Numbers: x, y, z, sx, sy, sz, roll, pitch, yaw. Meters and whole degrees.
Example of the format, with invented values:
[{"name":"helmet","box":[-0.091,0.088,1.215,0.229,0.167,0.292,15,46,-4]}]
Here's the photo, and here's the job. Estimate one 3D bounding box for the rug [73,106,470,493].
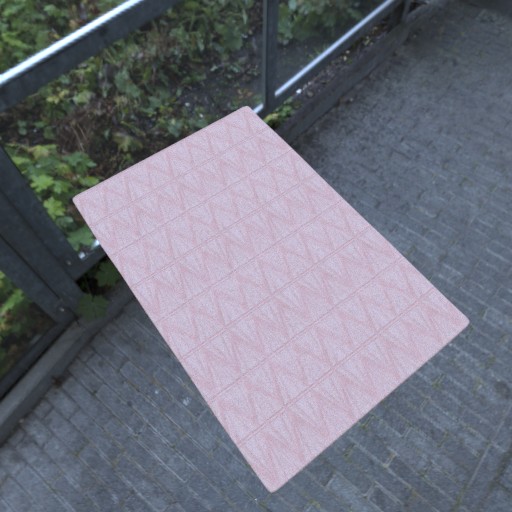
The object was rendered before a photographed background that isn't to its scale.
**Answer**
[{"name":"rug","box":[0.000,0.000,3.009,1.609,0.015,2.390,-33,66,-17]}]
